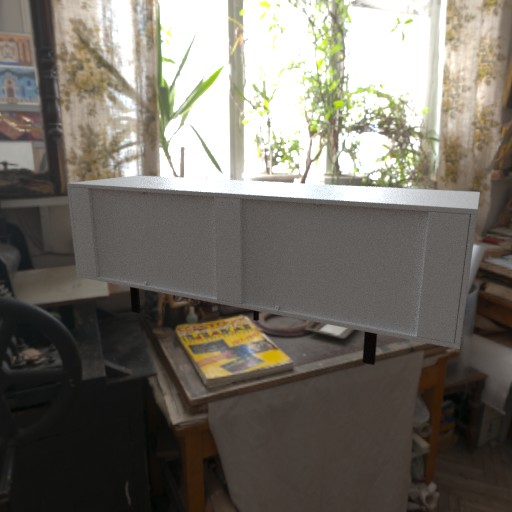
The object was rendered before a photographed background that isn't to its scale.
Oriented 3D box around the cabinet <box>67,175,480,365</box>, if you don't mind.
[{"bbox_3d":[0.000,0.000,1.724,1.499,0.533,0.431,7,17,26],"label":"cabinet"}]
